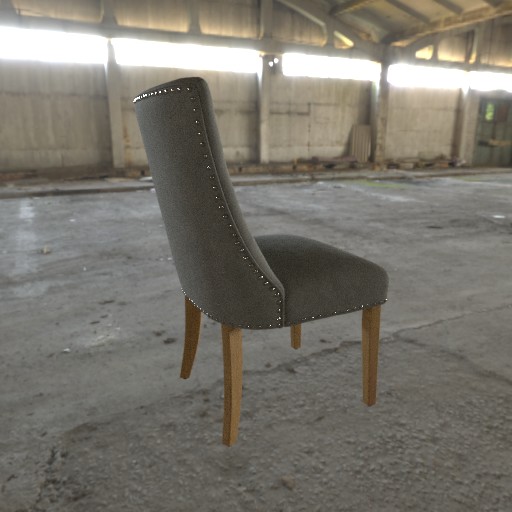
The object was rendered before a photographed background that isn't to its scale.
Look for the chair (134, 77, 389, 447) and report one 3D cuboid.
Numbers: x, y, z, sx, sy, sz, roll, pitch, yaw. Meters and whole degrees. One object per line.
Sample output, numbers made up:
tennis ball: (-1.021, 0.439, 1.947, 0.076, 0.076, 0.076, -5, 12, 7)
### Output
chair: (0.000, 0.000, 1.293, 0.610, 0.902, 0.495, -7, 16, -26)
